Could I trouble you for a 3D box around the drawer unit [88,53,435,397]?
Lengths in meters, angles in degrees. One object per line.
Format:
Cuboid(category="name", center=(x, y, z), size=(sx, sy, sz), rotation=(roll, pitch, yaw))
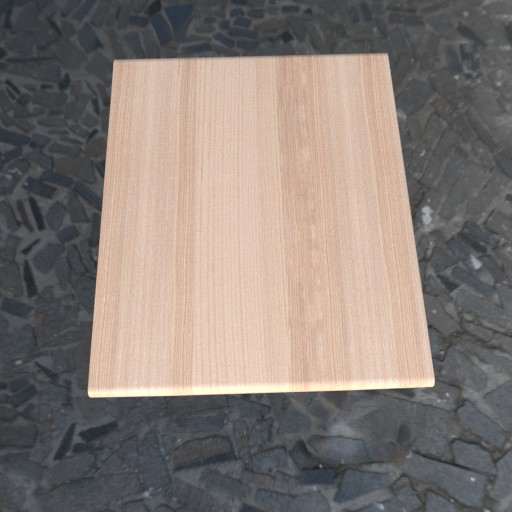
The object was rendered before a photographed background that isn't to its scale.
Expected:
Cuboid(category="drawer unit", center=(0.000, 0.000, 0.584), size=(0.290, 0.344, 0.344), rotation=(-2, 73, -1))
